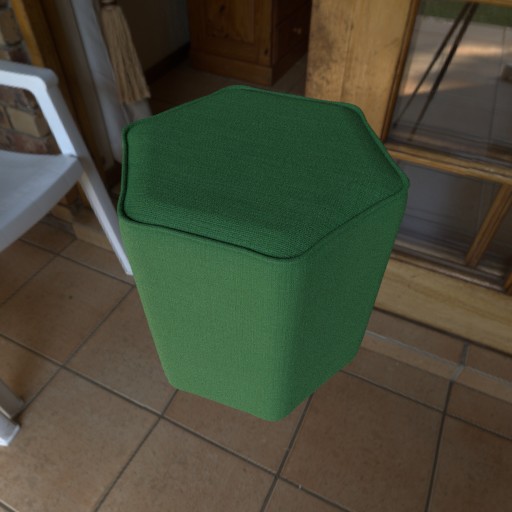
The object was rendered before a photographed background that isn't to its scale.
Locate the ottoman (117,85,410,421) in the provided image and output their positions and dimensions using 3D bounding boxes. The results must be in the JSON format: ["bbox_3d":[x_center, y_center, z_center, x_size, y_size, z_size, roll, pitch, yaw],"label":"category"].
[{"bbox_3d":[0.000,0.000,0.895,0.499,0.507,0.444,15,48,14],"label":"ottoman"}]
